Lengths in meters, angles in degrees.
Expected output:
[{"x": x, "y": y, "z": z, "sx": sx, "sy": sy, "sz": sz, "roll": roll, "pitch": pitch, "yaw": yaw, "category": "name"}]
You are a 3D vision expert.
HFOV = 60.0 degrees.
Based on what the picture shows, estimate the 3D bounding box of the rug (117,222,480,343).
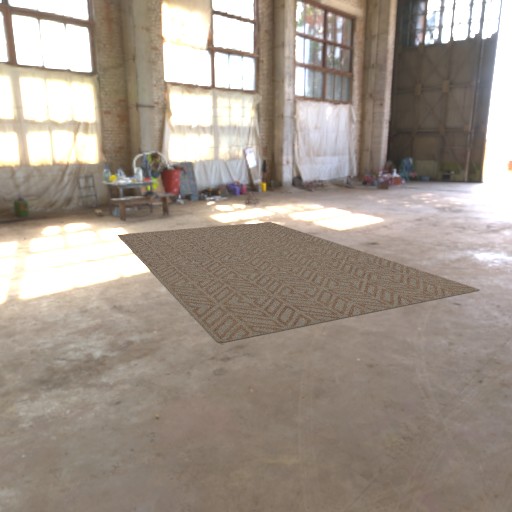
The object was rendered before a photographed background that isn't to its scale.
[{"x": 0.000, "y": 0.000, "z": 3.134, "sx": 1.523, "sy": 0.008, "sz": 2.438, "roll": -7, "pitch": 16, "yaw": -25, "category": "rug"}]
